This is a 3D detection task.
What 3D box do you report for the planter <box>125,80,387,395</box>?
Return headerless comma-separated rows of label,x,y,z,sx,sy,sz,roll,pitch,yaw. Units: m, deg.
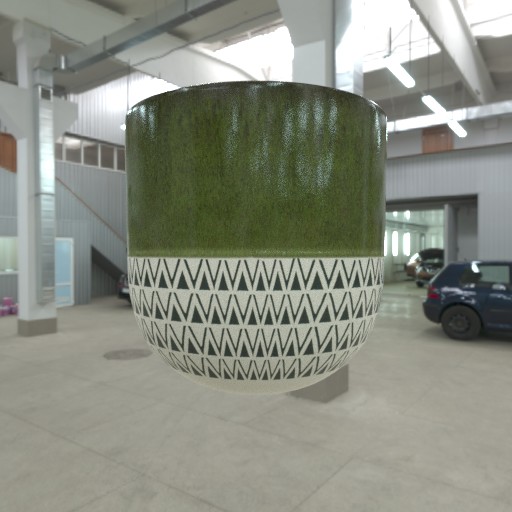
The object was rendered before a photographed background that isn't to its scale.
planter,0.000,0.000,0.470,0.266,0.270,0.266,0,0,0
